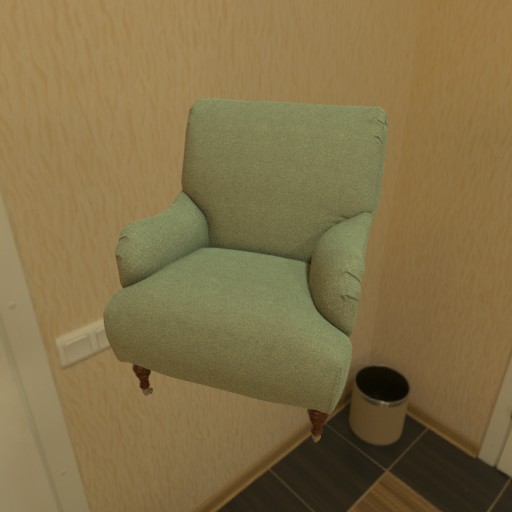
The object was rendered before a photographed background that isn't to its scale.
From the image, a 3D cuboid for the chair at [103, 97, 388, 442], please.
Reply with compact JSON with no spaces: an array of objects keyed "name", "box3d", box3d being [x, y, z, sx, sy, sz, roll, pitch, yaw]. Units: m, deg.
[{"name":"chair","box3d":[0.000,0.000,1.939,0.964,1.178,1.060,9,29,17]}]
